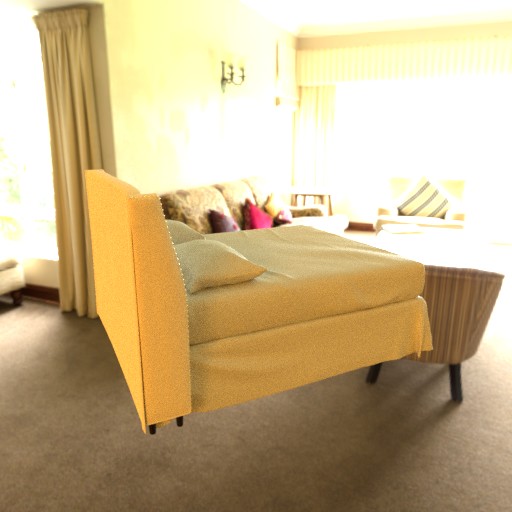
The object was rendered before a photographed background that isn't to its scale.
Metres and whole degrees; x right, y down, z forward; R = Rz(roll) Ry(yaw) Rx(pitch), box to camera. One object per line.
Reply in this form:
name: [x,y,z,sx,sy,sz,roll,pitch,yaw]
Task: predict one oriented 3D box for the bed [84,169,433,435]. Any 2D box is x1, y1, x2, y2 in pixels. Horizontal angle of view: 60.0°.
bed: [0.000,0.000,3.510,2.276,1.332,1.925,-7,17,-25]
